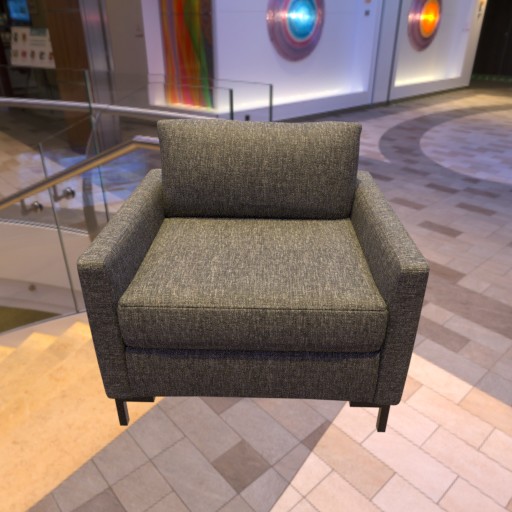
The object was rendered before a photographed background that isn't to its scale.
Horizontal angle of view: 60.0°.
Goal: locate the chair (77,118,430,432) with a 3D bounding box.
[{"bbox_3d":[0.000,0.000,1.606,0.963,0.861,0.866,1,28,2],"label":"chair"}]
